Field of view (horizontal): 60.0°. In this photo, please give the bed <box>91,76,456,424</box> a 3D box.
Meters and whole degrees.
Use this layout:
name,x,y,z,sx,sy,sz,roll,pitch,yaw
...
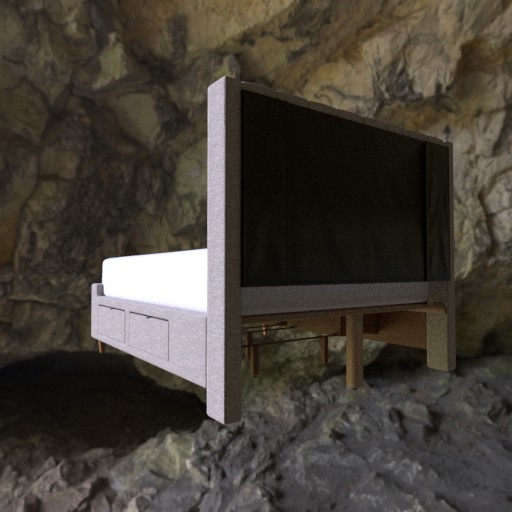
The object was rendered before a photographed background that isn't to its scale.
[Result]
name,x,y,z,sx,sy,sz,roll,pitch,yaw
bed,0.000,0.000,3.724,2.044,1.748,2.372,1,-2,-36
